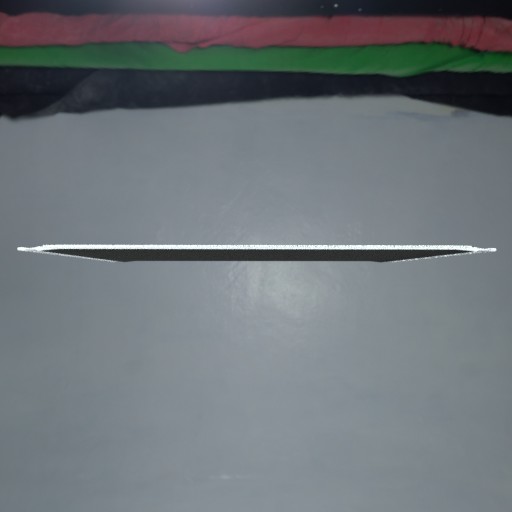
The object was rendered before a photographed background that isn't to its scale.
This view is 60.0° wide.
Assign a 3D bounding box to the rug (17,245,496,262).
[{"bbox_3d":[0.000,0.000,2.873,2.307,0.031,1.494,0,-3,-2],"label":"rug"}]
